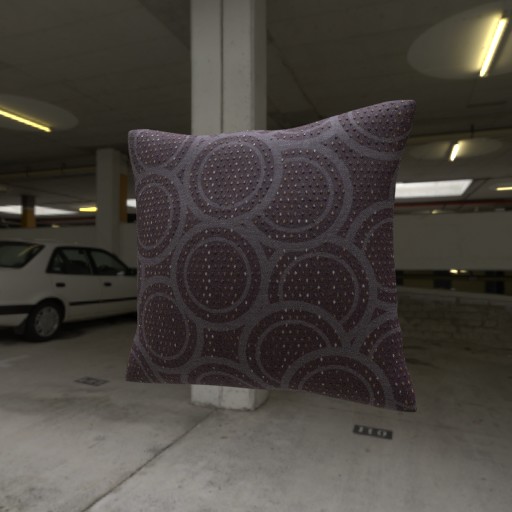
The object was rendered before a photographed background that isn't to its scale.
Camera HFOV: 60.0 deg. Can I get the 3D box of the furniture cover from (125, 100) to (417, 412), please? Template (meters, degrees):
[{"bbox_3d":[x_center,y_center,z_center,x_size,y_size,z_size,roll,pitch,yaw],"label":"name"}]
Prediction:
[{"bbox_3d":[0.000,0.000,0.808,0.552,0.509,0.193,0,-1,19],"label":"furniture cover"}]
